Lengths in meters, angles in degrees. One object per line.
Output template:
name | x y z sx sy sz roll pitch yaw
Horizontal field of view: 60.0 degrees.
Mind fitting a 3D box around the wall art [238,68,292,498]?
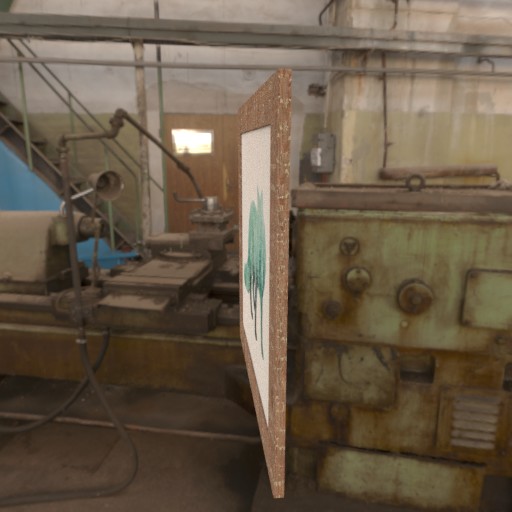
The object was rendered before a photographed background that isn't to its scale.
wall art | 0.000 0.000 0.564 0.012 0.384 0.384 -2 14 -7
